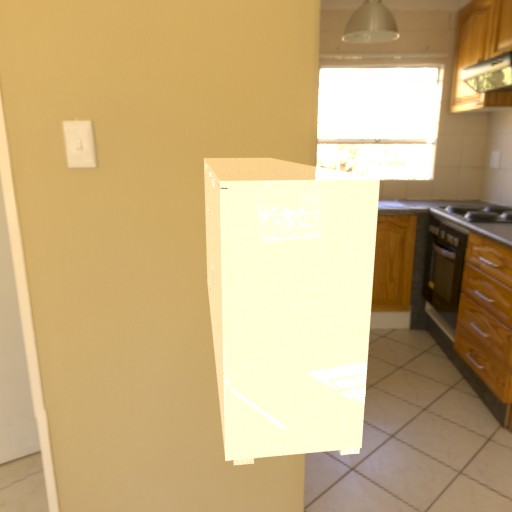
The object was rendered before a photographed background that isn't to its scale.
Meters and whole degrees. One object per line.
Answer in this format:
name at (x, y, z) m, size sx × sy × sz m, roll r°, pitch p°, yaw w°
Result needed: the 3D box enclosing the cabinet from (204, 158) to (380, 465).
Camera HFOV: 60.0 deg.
cabinet at (0.000, 0.000, 1.974) m, size 0.400 × 0.800 × 1.650 m, roll -2°, pitch 14°, yaw -8°
